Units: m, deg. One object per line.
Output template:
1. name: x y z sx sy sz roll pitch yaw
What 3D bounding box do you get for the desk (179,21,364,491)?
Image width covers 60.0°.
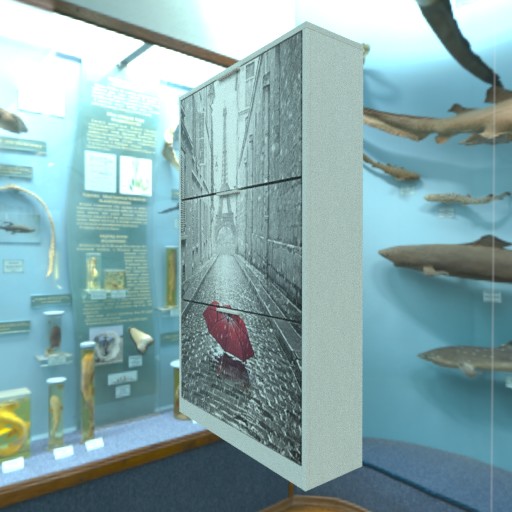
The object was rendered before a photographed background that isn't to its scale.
1. desk: 0.000 0.000 1.571 0.250 1.280 0.750 -1 1 -37
